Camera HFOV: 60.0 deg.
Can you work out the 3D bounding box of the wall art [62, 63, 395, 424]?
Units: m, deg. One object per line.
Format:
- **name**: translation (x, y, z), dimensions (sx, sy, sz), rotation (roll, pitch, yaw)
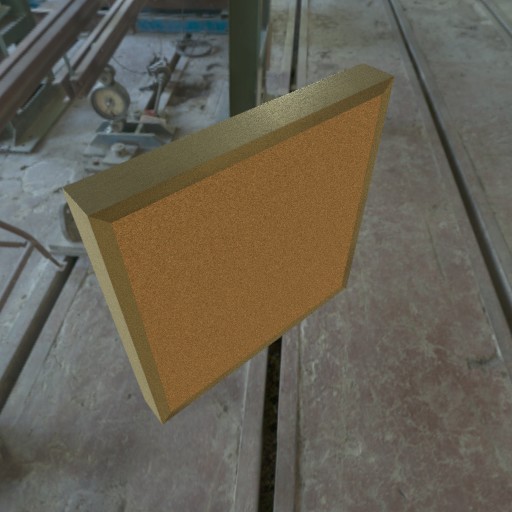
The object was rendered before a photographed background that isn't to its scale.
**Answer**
- **wall art**: translation (0.000, 0.000, 0.461), dimensions (0.304, 0.305, 0.038), rotation (-31, 54, -27)
